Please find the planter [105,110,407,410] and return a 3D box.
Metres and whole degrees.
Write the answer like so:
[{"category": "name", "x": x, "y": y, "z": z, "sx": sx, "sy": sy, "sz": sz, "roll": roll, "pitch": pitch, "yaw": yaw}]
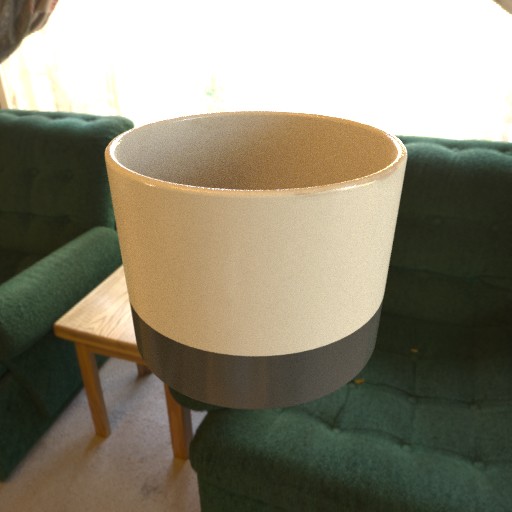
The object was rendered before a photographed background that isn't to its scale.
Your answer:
[{"category": "planter", "x": 0.000, "y": 0.000, "z": 0.337, "sx": 0.193, "sy": 0.177, "sz": 0.193, "roll": 0, "pitch": 29, "yaw": 0}]
